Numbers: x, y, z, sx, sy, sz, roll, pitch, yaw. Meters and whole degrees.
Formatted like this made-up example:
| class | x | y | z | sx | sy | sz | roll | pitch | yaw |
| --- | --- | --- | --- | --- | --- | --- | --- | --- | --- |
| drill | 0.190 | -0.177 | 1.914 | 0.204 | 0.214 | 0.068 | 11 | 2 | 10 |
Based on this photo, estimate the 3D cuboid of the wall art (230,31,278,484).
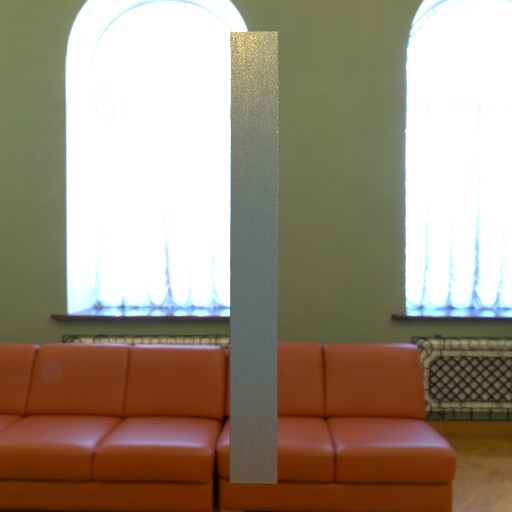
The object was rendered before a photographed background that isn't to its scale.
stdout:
| class | x | y | z | sx | sy | sz | roll | pitch | yaw |
| --- | --- | --- | --- | --- | --- | --- | --- | --- | --- |
| wall art | 0.000 | 0.000 | 0.518 | 0.038 | 0.350 | 0.350 | 0 | 1 | 0 |
